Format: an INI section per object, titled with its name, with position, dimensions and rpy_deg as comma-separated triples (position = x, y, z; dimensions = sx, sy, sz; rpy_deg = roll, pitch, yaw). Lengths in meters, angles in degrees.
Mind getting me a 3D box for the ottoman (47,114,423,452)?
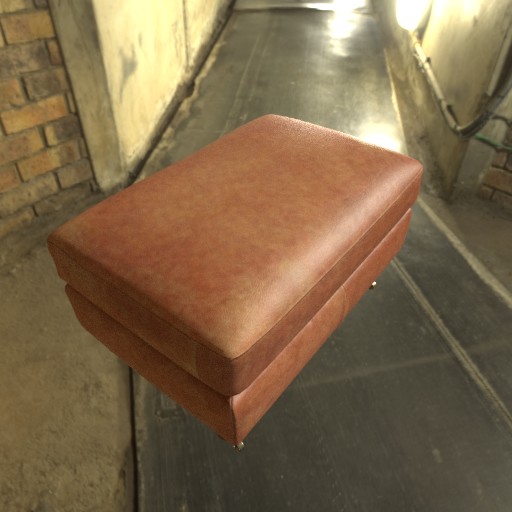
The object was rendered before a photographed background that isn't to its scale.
[ottoman]
position = 0.000, 0.000, 1.204
dimensions = 0.565, 0.507, 0.852
rpy_deg = 27, 48, 28
